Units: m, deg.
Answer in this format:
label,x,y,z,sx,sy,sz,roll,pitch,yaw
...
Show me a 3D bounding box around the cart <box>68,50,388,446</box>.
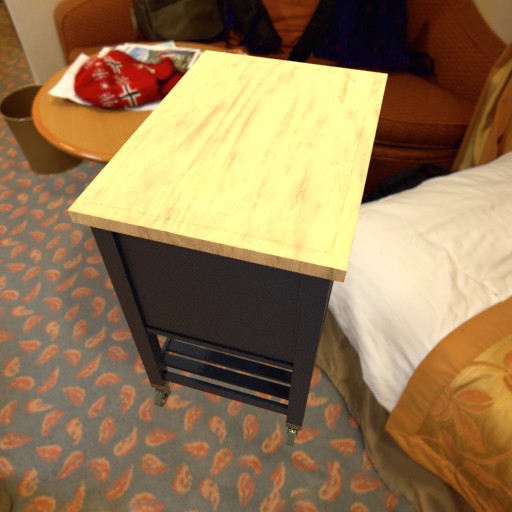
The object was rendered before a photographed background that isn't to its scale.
label,x,y,z,sx,sy,sz,roll,pitch,yaw
cart,0.000,0.000,1.434,0.567,0.920,0.797,12,49,11
